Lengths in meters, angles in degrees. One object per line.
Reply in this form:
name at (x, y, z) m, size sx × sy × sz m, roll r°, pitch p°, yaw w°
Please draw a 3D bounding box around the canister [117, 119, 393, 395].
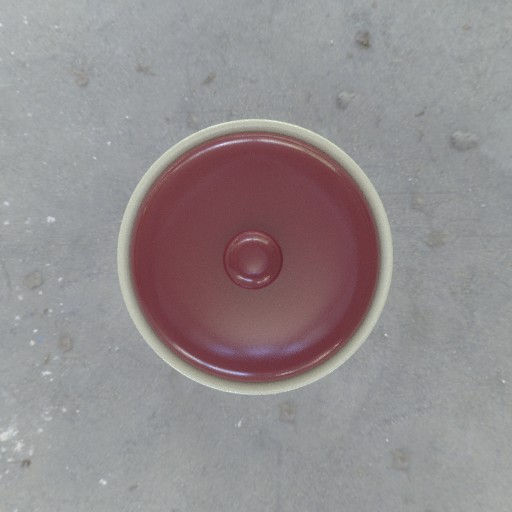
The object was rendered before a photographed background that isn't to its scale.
canister at (0.000, 0.000, 0.350) m, size 0.182 × 0.208 × 0.182 m, roll 0°, pitch 91°, yaw 1°
